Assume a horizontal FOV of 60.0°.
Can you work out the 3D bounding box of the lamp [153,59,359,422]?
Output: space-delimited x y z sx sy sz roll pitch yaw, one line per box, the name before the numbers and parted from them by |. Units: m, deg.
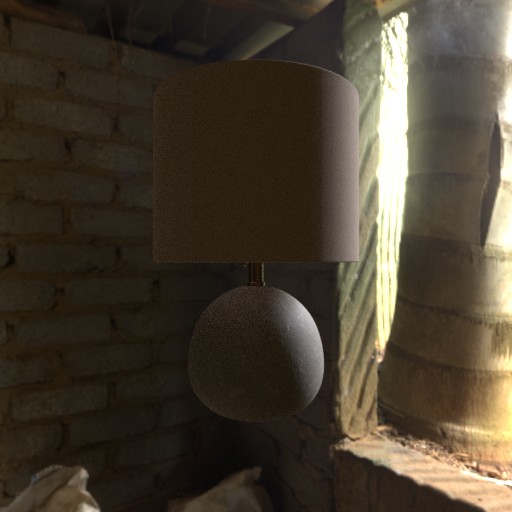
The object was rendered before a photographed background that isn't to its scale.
lamp | 0.000 0.000 0.594 0.269 0.409 0.269 0 0 18
